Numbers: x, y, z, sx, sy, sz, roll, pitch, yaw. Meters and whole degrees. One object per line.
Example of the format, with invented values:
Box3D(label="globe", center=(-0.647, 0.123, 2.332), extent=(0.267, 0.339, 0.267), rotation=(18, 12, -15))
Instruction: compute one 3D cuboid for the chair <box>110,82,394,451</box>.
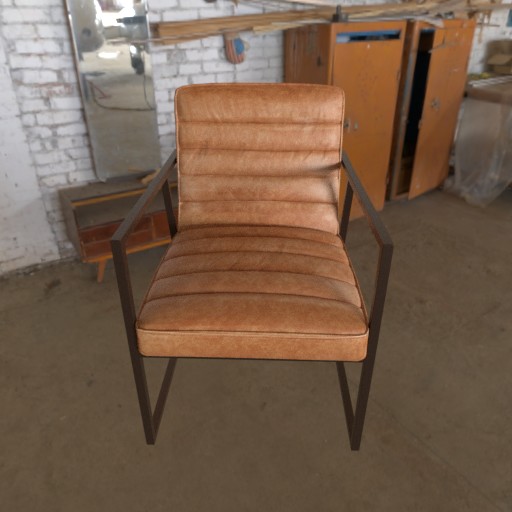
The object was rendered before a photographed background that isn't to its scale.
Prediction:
Box3D(label="chair", center=(0.000, 0.000, 1.241), extent=(0.571, 0.832, 0.677), rotation=(1, 30, 2))
